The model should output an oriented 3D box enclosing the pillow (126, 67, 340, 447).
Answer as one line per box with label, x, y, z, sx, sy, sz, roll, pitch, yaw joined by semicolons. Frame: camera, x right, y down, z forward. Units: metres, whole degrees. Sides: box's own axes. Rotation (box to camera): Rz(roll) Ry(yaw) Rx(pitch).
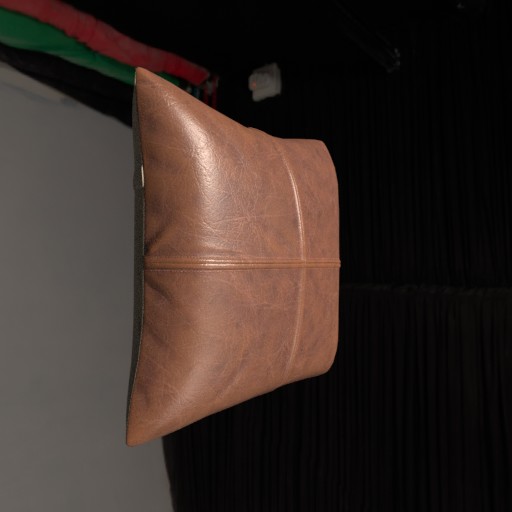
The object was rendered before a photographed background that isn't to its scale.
pillow;0.000;0.000;0.713;0.192;0.470;0.484;0;-1;38
